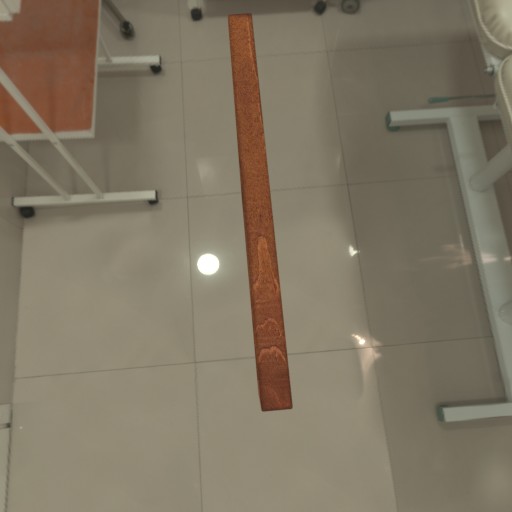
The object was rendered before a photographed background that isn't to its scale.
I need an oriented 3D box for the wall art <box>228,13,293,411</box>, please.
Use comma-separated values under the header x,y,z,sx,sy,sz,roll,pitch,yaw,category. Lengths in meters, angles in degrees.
x,y,z,sx,sy,sz,roll,pitch,yaw,category
0.000,0.000,0.749,0.030,0.558,0.462,-5,74,-1,wall art
